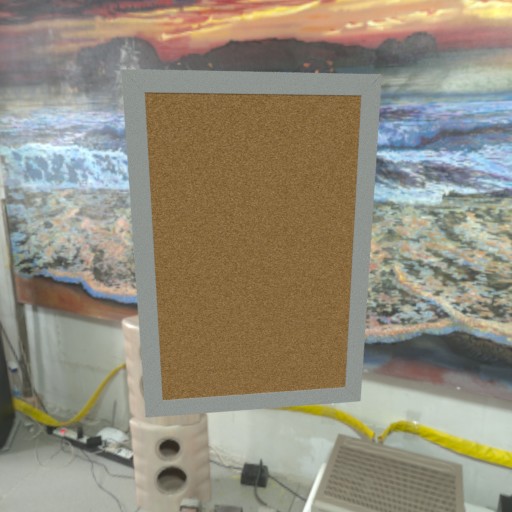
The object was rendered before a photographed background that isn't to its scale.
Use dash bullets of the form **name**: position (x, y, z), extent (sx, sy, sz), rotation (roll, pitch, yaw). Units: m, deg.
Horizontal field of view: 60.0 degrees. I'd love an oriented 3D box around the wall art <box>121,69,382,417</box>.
- **wall art**: position (0.000, 0.000, 0.851), extent (0.454, 0.659, 0.011), rotation (-2, 14, -7)
